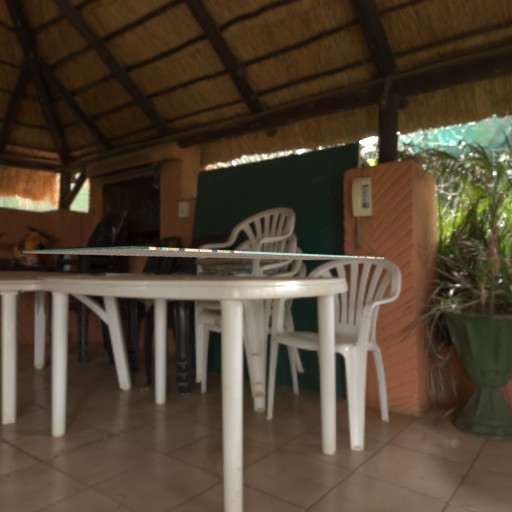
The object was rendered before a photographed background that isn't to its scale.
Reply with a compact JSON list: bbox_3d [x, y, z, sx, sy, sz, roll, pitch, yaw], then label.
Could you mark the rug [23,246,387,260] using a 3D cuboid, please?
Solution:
[{"bbox_3d":[0.000,0.000,2.708,0.744,0.010,2.441,-1,-2,37],"label":"rug"}]
